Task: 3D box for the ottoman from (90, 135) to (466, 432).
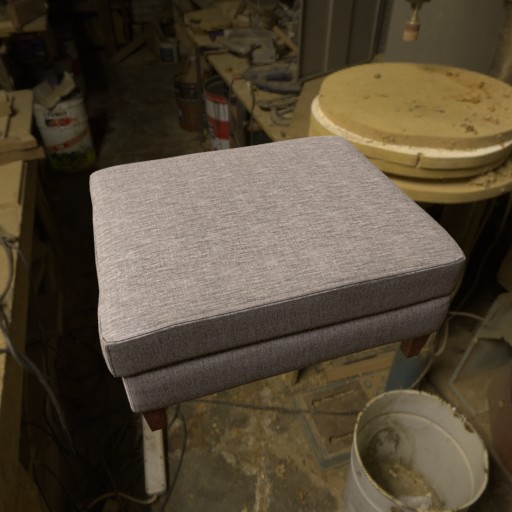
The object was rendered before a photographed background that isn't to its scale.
[{"bbox_3d":[0.000,0.000,1.512,0.994,0.492,0.839,-12,42,-13],"label":"ottoman"}]
